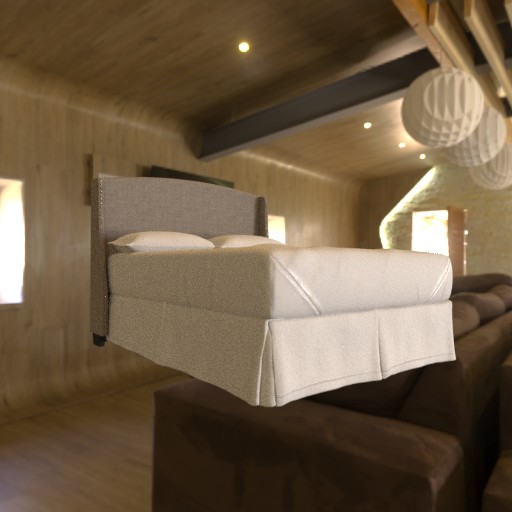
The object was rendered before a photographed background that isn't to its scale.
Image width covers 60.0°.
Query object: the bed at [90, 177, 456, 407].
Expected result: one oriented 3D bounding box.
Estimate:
[{"bbox_3d":[0.000,0.000,3.257,1.710,1.407,2.237,1,-1,-38],"label":"bed"}]
